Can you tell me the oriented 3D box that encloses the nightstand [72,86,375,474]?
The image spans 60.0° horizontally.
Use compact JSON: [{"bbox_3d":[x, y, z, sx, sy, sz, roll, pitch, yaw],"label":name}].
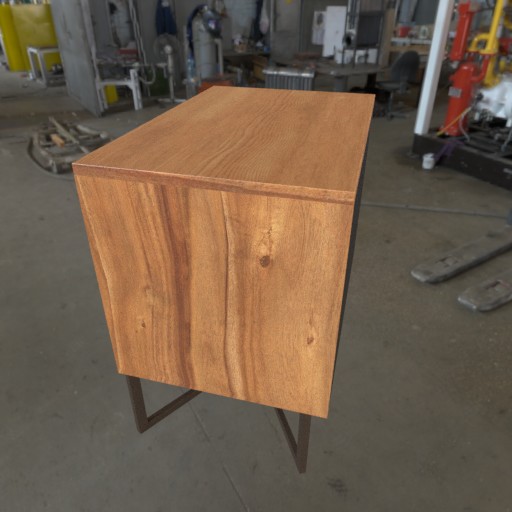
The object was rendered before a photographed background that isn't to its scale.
[{"bbox_3d":[0.000,0.000,1.017,0.427,0.615,0.613,8,32,13],"label":"nightstand"}]
